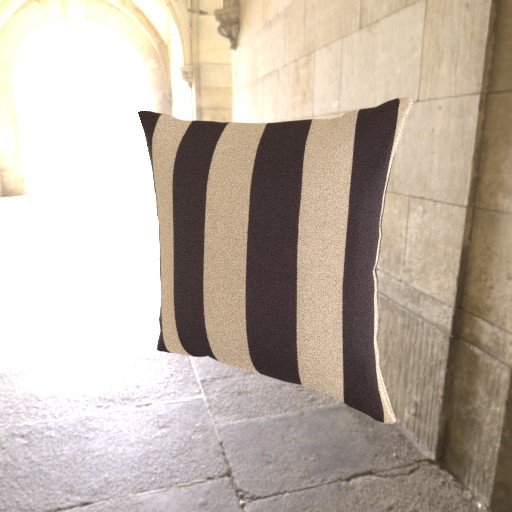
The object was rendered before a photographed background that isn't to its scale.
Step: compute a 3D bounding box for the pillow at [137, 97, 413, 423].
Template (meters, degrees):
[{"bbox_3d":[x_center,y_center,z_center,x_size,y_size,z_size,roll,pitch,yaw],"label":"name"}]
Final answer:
[{"bbox_3d":[0.000,0.000,0.807,0.536,0.526,0.189,8,16,27],"label":"pillow"}]
